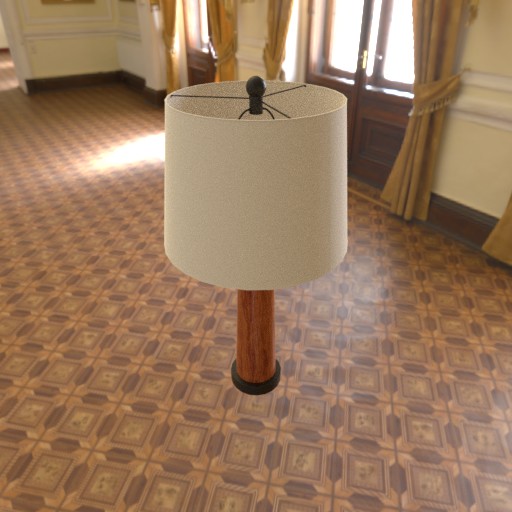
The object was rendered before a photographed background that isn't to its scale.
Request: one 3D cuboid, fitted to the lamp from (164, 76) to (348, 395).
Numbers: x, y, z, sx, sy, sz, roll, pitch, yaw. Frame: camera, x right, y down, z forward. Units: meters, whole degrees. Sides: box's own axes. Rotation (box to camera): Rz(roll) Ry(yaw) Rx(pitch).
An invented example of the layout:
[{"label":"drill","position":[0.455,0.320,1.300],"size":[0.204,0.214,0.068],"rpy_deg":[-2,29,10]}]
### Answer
[{"label":"lamp","position":[0.000,0.000,0.875],"size":[0.349,0.667,0.349],"rpy_deg":[0,31,0]}]
